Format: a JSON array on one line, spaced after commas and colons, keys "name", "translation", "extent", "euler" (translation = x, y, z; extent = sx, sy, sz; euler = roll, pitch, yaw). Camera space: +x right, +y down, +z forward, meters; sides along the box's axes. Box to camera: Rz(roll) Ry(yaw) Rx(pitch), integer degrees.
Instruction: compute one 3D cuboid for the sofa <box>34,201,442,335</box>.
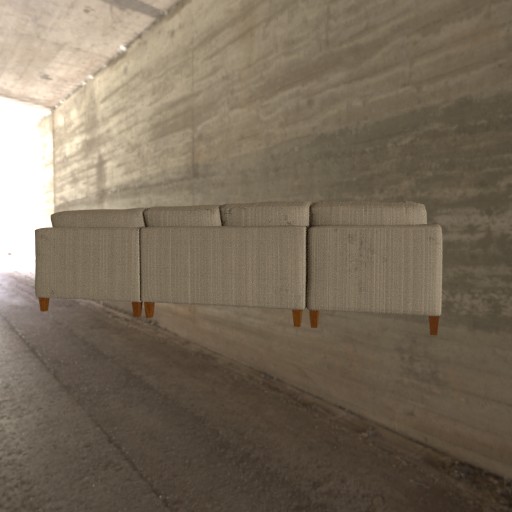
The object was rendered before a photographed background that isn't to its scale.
[{"name": "sofa", "translation": [0.000, 0.000, 4.701], "extent": [3.460, 0.961, 2.594], "euler": [1, 2, 18]}]
